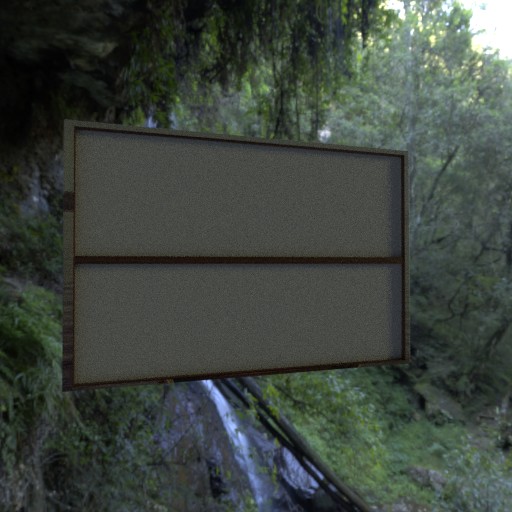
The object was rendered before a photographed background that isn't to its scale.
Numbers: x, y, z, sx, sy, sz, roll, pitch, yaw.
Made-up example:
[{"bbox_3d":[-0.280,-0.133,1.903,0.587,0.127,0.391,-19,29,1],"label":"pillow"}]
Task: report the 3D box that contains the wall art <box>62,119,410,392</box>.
[{"bbox_3d":[0.000,0.000,1.436,1.149,0.765,0.040,0,-1,-18],"label":"wall art"}]
